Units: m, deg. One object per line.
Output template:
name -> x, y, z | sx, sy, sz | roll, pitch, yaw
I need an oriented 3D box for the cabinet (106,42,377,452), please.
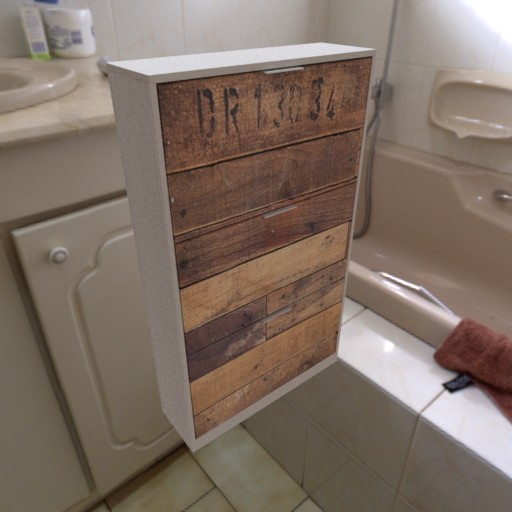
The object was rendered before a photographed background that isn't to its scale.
cabinet -> 0.000, 0.000, 1.542 | 0.750, 1.280, 0.250 | -22, 38, -32
